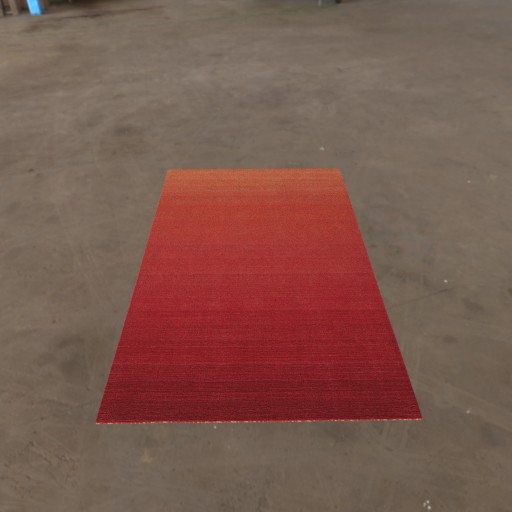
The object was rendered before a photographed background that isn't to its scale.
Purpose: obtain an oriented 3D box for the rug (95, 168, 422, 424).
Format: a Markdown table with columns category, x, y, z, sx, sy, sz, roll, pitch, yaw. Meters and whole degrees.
| category | x | y | z | sx | sy | sz | roll | pitch | yaw |
| --- | --- | --- | --- | --- | --- | --- | --- | --- | --- |
| rug | 0.000 | 0.000 | 3.009 | 1.531 | 0.010 | 2.442 | -1 | 39 | -1 |
